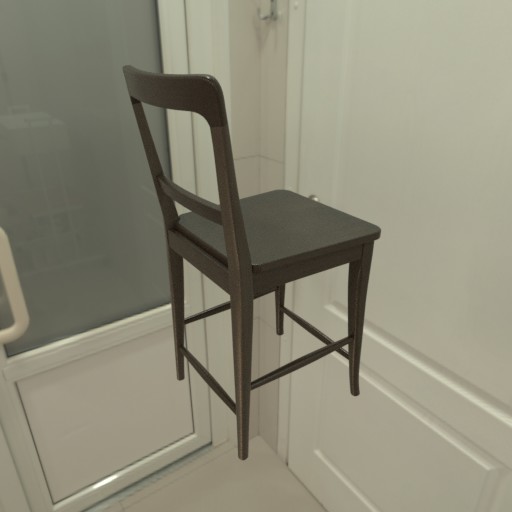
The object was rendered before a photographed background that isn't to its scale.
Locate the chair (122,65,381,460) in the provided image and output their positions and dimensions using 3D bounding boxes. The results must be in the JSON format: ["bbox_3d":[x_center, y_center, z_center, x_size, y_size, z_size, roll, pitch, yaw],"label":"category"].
[{"bbox_3d":[0.000,0.000,1.252,0.546,0.991,0.450,-17,31,-31],"label":"chair"}]
